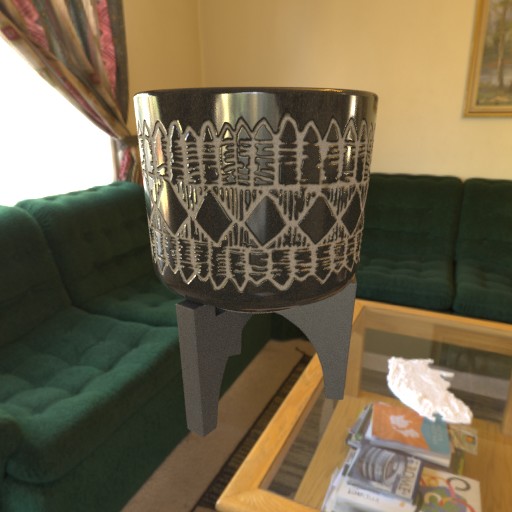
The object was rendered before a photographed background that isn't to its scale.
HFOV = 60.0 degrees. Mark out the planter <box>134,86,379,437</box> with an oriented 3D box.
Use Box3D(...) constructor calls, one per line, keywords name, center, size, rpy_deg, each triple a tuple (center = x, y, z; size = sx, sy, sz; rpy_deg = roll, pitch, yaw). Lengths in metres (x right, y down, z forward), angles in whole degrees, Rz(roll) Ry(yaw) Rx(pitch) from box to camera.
Box3D(name="planter", center=(0.000, 0.000, 0.519), size=(0.251, 0.355, 0.251), rpy_deg=(2, 17, 7))
